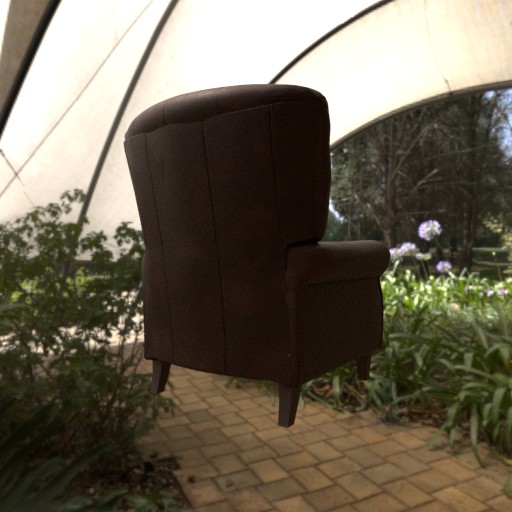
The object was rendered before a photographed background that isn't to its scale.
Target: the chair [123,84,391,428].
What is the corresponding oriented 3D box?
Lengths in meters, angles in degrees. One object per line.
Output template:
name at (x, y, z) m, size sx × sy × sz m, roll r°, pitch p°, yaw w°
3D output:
chair at (0.000, 0.000, 1.936) m, size 0.948 × 1.158 × 1.058 m, roll 0°, pitch 0°, yaw 35°
